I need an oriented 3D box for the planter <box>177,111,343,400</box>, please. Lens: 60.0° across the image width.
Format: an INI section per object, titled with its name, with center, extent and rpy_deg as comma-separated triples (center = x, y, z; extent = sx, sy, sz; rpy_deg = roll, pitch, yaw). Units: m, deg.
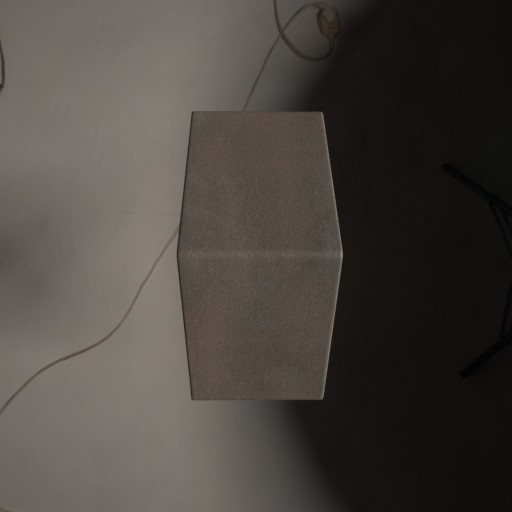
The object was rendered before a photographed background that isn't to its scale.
[planter]
center = 0.000, 0.000, 0.307
extent = 0.077, 0.206, 0.169
rpy_deg = 0, 90, -1
